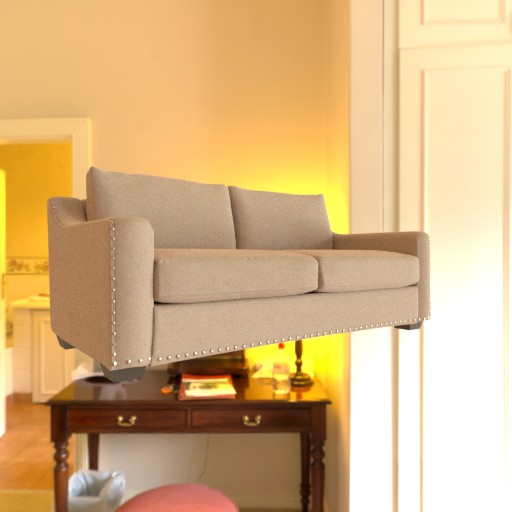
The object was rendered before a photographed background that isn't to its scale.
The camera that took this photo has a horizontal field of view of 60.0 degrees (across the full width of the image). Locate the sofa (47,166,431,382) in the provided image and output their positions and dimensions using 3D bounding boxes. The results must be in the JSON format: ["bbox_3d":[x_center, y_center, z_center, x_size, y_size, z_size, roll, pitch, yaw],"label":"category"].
[{"bbox_3d":[0.000,0.000,2.496,1.967,0.901,1.030,0,0,-37],"label":"sofa"}]
